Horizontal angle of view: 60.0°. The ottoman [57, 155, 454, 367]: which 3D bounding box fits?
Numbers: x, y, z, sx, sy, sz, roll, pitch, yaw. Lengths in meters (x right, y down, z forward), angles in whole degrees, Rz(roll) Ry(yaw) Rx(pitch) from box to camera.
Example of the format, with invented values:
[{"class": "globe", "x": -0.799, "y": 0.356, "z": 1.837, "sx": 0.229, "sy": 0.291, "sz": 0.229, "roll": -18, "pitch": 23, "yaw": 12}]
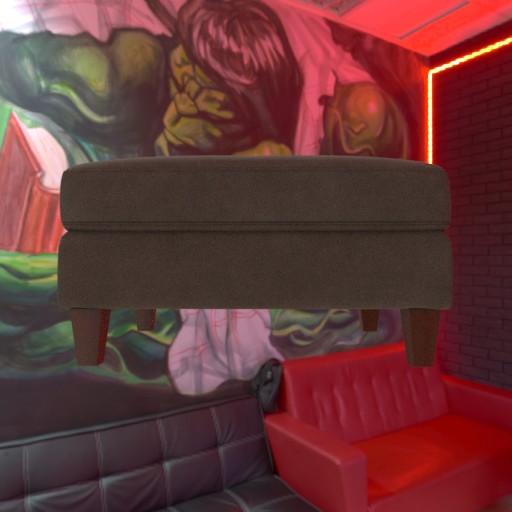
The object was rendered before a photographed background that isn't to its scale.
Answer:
[{"class": "ottoman", "x": 0.000, "y": 0.000, "z": 1.214, "sx": 0.864, "sy": 0.483, "sz": 0.584, "roll": 0, "pitch": 0, "yaw": 1}]
